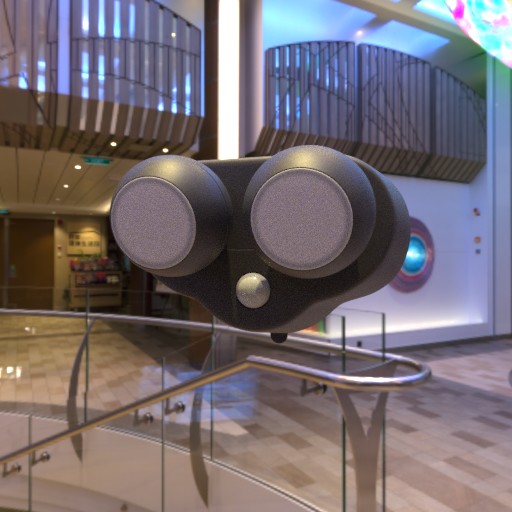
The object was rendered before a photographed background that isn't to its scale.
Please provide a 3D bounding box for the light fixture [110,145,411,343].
[{"bbox_3d":[0.000,0.000,0.333,0.229,0.159,0.159,0,0,16],"label":"light fixture"}]
